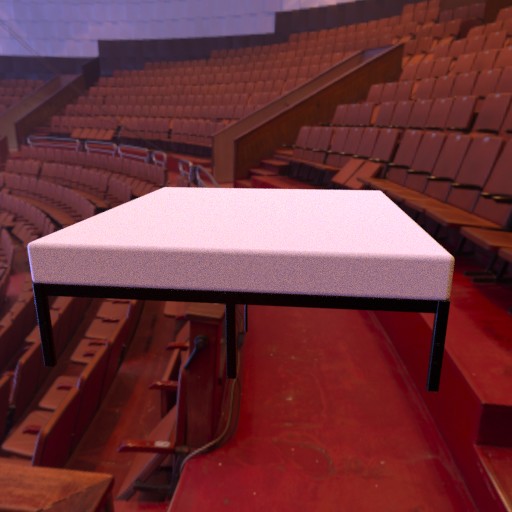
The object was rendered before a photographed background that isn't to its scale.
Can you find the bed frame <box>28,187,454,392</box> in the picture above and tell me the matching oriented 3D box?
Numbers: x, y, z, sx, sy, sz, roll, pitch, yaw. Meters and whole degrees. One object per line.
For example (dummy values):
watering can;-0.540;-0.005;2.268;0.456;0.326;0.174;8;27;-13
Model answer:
bed frame;0.000;0.000;3.061;1.963;0.659;2.079;2;16;6
